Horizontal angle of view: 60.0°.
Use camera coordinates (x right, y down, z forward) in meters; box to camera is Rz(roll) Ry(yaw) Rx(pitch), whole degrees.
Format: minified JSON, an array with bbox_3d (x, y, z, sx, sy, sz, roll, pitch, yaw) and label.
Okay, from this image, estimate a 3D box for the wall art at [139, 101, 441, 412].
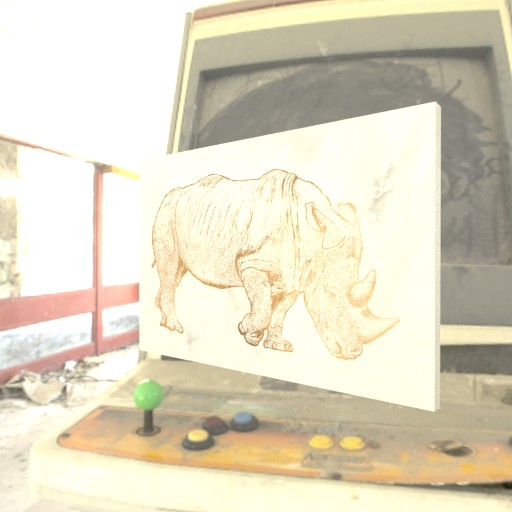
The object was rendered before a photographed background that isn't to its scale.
[{"bbox_3d":[0.000,0.000,1.164,0.915,0.610,0.038,0,1,37],"label":"wall art"}]
